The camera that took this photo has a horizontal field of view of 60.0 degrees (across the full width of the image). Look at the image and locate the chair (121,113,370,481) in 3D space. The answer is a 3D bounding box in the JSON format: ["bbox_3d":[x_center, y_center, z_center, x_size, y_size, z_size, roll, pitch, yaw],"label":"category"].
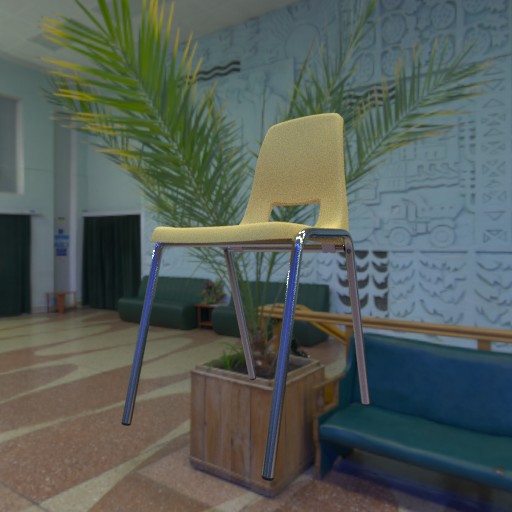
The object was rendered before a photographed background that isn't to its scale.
[{"bbox_3d":[0.000,0.000,0.973,0.381,0.704,0.436,1,1,37],"label":"chair"}]
